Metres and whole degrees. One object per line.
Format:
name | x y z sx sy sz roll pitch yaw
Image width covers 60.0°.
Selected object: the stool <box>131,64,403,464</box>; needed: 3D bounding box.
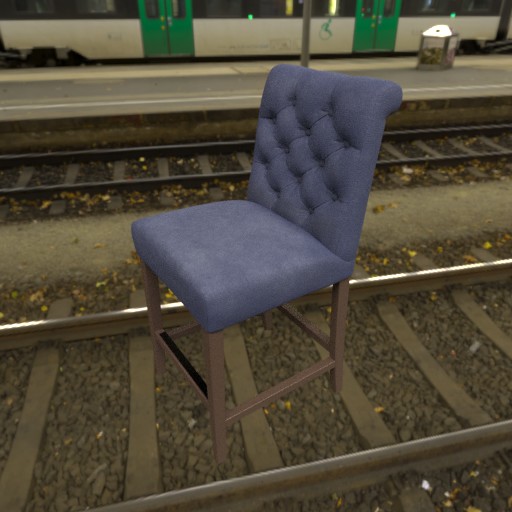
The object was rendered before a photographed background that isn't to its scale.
stool | 0.000 0.000 1.345 0.601 1.010 0.493 -19 35 -29
